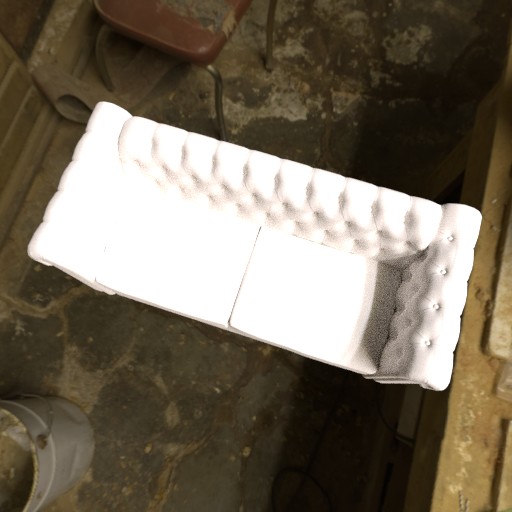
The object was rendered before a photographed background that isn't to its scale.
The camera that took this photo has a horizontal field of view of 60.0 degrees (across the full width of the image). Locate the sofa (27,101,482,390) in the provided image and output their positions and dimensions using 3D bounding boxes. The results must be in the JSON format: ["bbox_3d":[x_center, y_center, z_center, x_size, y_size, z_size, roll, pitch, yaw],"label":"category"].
[{"bbox_3d":[0.000,0.000,2.187,1.798,0.796,0.771,17,75,5],"label":"sofa"}]
